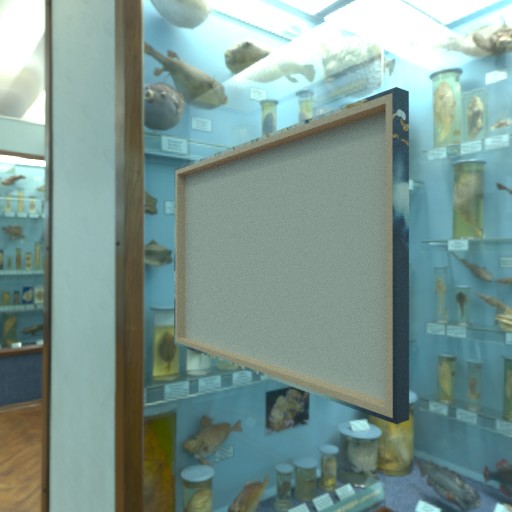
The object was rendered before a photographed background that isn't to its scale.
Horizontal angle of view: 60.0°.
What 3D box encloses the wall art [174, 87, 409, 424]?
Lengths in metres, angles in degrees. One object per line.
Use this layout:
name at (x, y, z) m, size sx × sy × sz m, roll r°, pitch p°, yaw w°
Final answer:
wall art at (0.000, 0.000, 1.178) m, size 0.038 × 0.608 × 0.912 m, roll 0°, pitch 0°, yaw -36°
